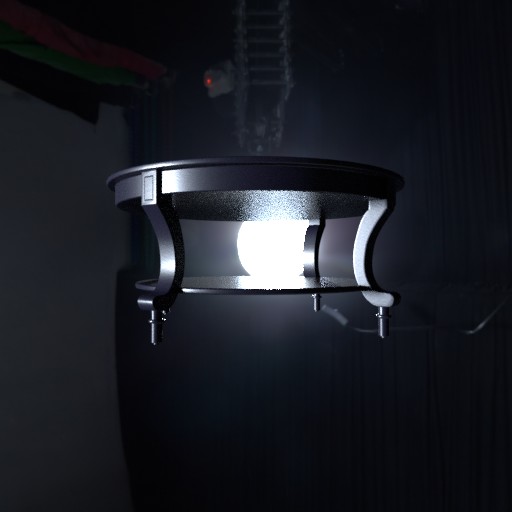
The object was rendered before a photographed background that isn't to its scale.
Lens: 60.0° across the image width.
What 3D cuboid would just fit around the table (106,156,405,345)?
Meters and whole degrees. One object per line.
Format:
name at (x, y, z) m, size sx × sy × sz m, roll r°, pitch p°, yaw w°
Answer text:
table at (0.000, 0.000, 1.604) m, size 1.029 × 0.491 × 1.029 m, roll 0°, pitch 0°, yaw 0°
